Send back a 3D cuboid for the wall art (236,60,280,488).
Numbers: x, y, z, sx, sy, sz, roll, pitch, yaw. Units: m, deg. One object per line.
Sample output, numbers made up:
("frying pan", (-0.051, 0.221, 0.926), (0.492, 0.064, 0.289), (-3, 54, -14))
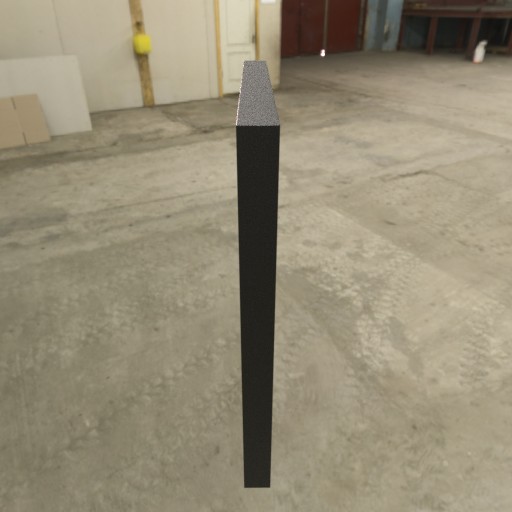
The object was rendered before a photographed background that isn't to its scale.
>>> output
("wall art", (0.000, 0.000, 0.515), (0.028, 0.380, 0.325), (0, 30, 0))
